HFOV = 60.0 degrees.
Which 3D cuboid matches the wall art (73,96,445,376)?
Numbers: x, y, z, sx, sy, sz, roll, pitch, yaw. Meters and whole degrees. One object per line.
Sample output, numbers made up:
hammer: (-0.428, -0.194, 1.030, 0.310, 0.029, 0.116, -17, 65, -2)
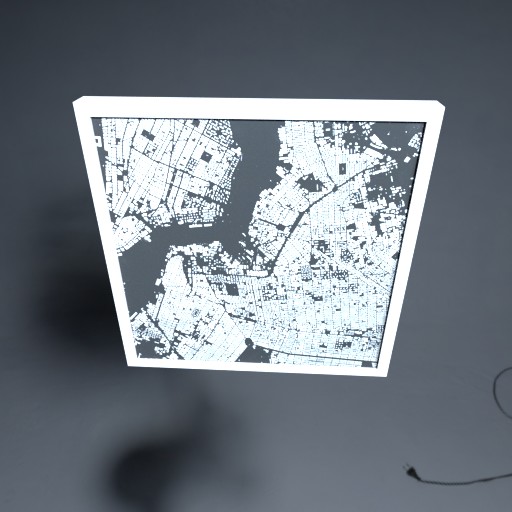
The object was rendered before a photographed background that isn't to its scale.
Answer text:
wall art: (0.000, 0.000, 0.750, 0.506, 0.506, 0.038, 2, 32, 3)
